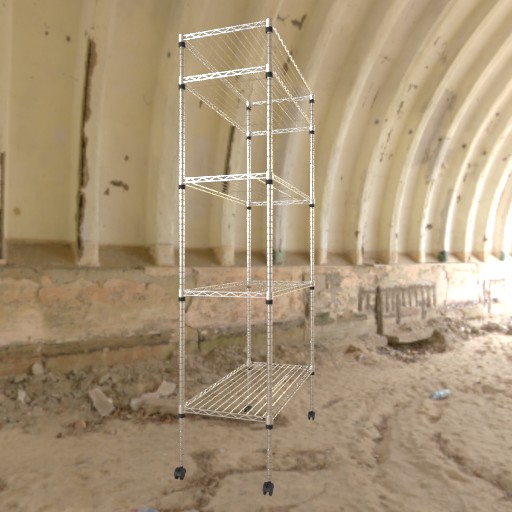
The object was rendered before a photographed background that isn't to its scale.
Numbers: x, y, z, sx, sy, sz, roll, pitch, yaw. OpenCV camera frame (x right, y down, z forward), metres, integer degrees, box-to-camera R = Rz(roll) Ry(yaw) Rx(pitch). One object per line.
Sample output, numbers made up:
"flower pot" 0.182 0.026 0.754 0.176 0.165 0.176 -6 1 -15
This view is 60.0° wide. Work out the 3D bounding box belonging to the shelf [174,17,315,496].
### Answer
"shelf" 0.000 0.000 1.868 0.356 1.587 0.762 0 0 19
